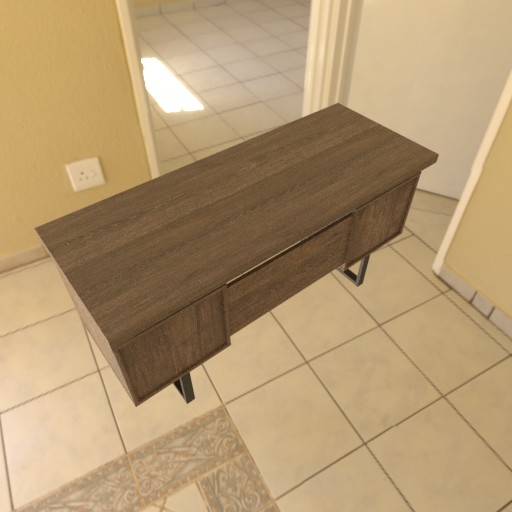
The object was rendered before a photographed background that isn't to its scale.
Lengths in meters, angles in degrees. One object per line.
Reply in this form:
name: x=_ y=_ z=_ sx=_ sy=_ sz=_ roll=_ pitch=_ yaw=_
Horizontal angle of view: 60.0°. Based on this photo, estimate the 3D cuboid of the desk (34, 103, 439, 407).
desk: x=0.000 y=0.000 z=2.002 sx=1.524 sy=0.760 sz=0.600 roll=-29 pitch=52 yaw=-26
